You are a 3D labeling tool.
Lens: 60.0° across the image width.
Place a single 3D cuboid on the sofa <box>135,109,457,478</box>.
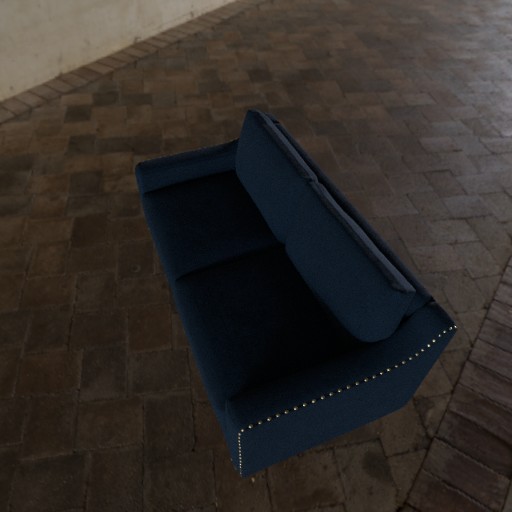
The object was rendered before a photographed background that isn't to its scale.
[{"bbox_3d":[0.000,0.000,2.745,1.104,0.983,2.107,-16,48,-15],"label":"sofa"}]
